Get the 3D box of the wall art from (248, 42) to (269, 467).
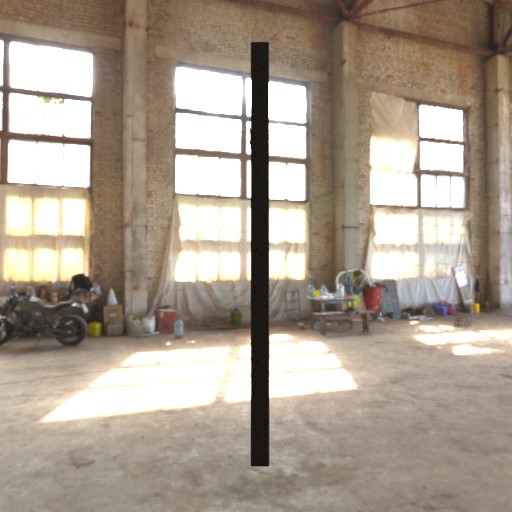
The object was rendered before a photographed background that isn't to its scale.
[{"bbox_3d":[0.000,0.000,1.243,0.043,0.807,0.805,0,-1,-1],"label":"wall art"}]
